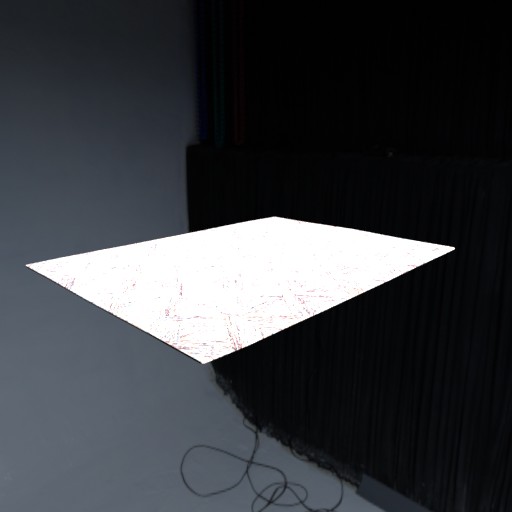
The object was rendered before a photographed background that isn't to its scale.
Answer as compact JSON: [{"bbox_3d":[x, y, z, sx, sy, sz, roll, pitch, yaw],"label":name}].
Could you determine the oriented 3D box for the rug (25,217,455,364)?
[{"bbox_3d":[0.000,0.000,4.109,2.436,0.024,3.226,15,21,42],"label":"rug"}]
